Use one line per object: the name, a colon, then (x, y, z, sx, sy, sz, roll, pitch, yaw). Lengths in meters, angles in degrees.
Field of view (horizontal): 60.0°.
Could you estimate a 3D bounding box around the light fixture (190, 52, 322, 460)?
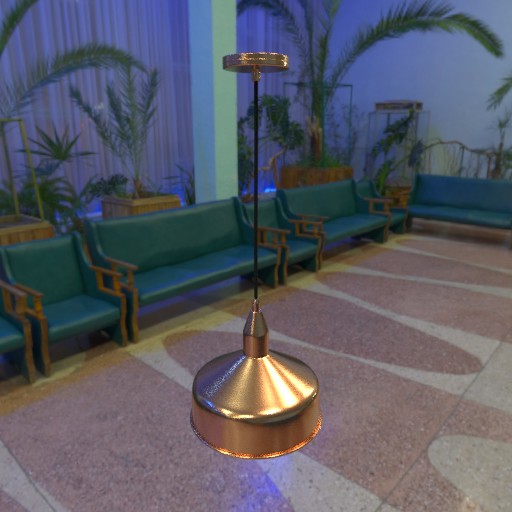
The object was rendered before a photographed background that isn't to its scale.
light fixture: (0.000, 0.000, 0.915, 0.301, 0.754, 0.301, 15, 22, 42)
